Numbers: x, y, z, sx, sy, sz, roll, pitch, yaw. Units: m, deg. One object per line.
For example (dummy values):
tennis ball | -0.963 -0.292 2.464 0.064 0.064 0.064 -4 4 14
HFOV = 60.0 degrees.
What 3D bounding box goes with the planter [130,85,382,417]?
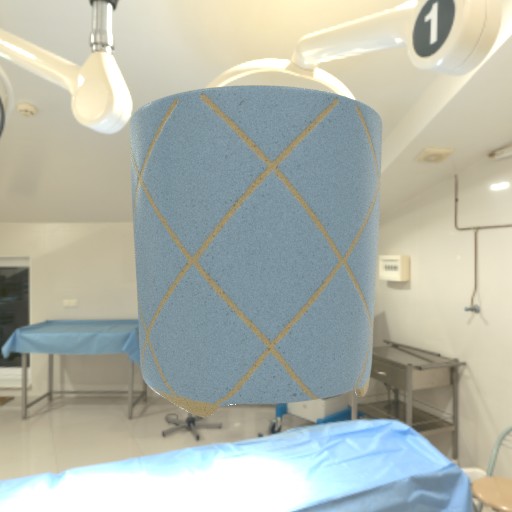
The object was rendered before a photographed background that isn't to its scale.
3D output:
planter | 0.000 0.000 0.415 0.227 0.235 0.227 0 0 0
